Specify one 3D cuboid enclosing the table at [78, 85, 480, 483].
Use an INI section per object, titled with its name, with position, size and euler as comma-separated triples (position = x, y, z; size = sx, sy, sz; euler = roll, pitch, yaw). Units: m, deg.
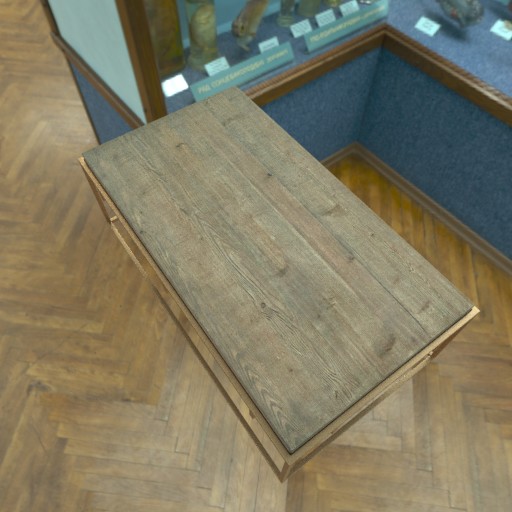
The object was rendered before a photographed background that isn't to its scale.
[table]
position = 0.000, 0.000, 1.767
size = 0.775, 0.468, 1.387
euler = -31, 62, -18
